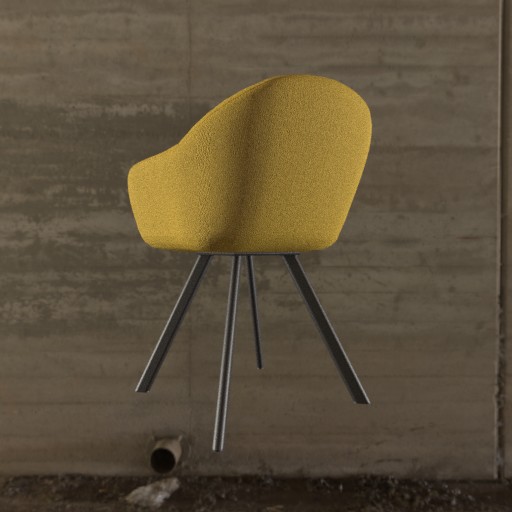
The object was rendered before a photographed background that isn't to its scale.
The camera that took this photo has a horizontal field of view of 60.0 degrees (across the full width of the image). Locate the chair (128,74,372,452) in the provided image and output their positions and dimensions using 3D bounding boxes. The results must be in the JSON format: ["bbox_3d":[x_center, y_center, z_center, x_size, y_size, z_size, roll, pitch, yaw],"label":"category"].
[{"bbox_3d":[0.000,0.000,1.171,0.545,0.775,0.565,-1,2,-36],"label":"chair"}]
